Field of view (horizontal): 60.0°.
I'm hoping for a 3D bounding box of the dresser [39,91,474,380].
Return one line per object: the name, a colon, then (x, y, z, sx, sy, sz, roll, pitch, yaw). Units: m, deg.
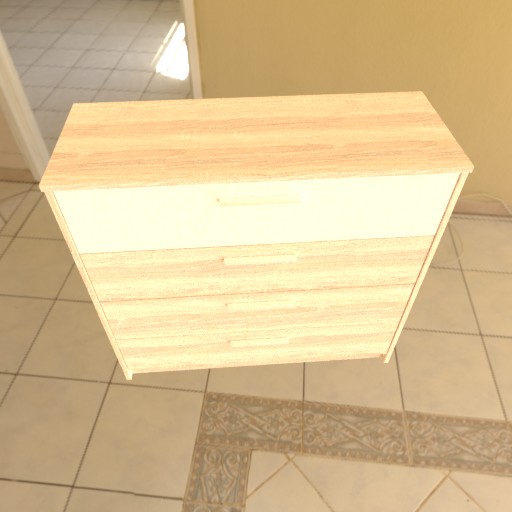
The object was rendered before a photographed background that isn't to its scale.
dresser: (0.000, 0.000, 1.443, 0.980, 0.900, 0.380, -3, 47, -3)
